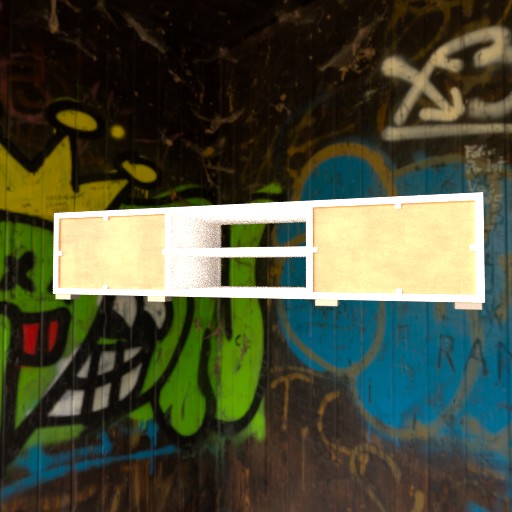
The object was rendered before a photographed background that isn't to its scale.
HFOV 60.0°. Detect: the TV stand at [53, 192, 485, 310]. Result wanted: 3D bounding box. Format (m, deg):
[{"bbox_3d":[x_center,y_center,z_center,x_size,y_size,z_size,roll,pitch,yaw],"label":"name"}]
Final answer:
[{"bbox_3d":[0.000,0.000,1.585,1.400,0.310,0.420,-1,-2,18],"label":"TV stand"}]
